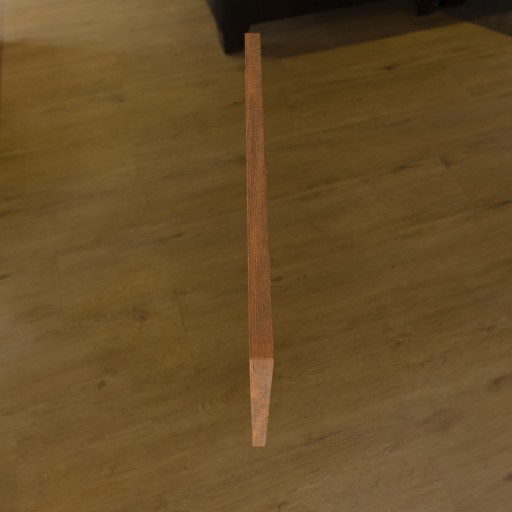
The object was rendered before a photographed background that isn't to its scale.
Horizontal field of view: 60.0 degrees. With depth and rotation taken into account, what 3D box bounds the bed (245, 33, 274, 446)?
[{"bbox_3d":[0.000,0.000,1.496,0.046,0.942,1.046,-1,58,-1],"label":"bed"}]
